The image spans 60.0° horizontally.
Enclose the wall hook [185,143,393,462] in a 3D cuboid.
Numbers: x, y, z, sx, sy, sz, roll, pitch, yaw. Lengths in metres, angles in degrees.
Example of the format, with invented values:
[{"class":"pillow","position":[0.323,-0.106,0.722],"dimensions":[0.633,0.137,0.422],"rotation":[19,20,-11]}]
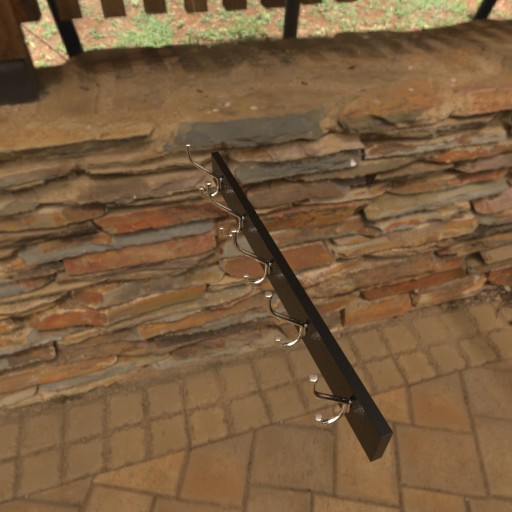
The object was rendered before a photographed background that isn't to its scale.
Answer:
[{"class":"wall hook","position":[0.000,0.000,0.621],"dimensions":[0.071,0.117,0.571],"rotation":[-15,46,-15]}]
